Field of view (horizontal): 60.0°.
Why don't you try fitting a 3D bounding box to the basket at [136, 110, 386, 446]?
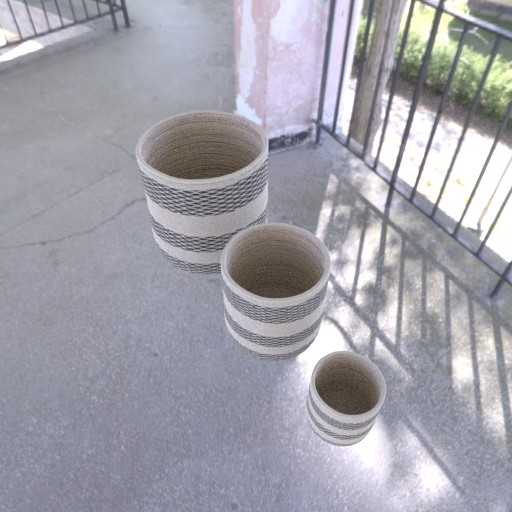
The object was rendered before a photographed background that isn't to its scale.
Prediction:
[{"bbox_3d":[0.000,0.000,1.114,0.351,0.356,0.917,-22,50,-20],"label":"basket"}]
